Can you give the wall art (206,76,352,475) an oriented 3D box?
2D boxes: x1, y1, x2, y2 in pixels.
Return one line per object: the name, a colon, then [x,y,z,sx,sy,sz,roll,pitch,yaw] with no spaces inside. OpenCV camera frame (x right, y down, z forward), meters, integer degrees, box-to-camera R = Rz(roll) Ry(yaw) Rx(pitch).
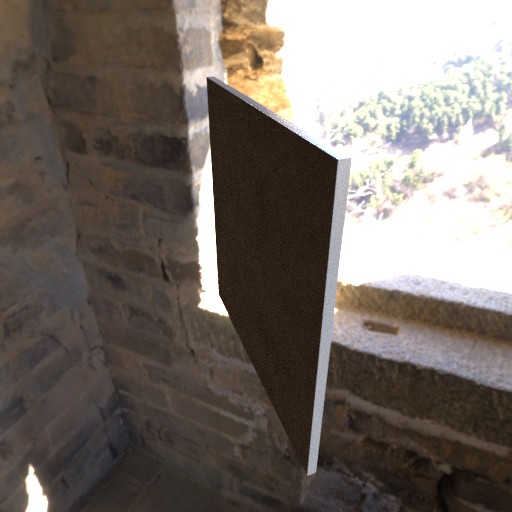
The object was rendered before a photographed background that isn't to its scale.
wall art: [0.000,0.000,0.999,0.020,0.661,0.664,-11,33,-17]
